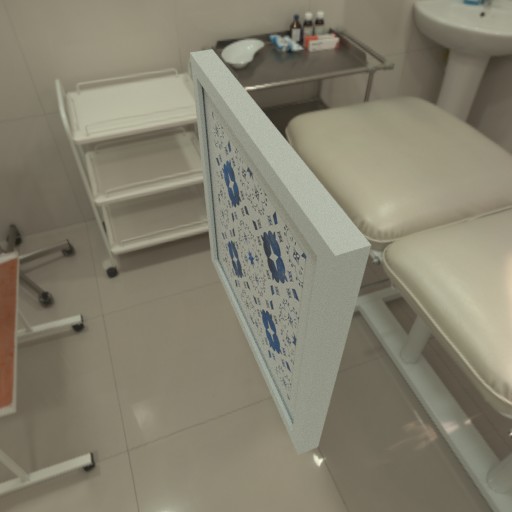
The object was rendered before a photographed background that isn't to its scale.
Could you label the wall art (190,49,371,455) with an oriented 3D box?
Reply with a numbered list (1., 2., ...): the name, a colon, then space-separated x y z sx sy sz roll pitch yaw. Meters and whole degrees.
1. wall art: 0.000 0.000 0.536 0.027 0.355 0.355 -16 48 -15
